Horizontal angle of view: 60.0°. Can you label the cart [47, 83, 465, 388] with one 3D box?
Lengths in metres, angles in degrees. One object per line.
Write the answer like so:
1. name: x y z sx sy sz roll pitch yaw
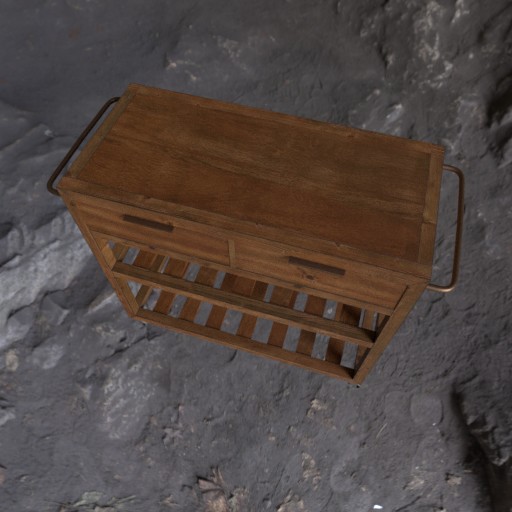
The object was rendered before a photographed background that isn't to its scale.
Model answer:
1. cart: 0.000 0.000 1.481 1.065 0.830 0.445 14 58 9
